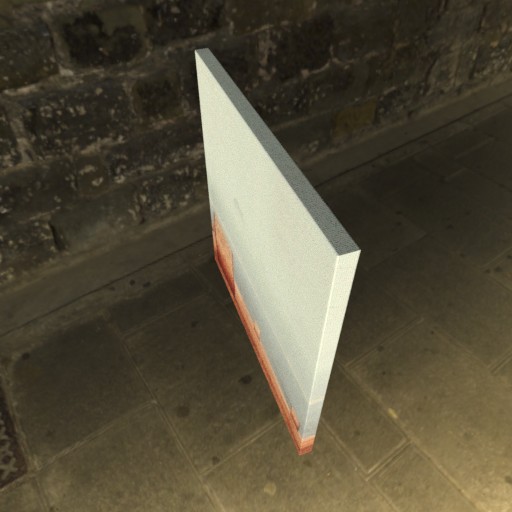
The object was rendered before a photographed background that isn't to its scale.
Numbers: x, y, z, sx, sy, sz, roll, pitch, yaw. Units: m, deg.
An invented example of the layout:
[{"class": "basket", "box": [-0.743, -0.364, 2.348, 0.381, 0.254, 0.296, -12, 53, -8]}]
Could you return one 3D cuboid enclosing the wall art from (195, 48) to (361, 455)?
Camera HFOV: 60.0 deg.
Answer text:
[{"class": "wall art", "box": [0.000, 0.000, 0.908, 0.034, 0.605, 0.605, -15, 48, -14]}]
